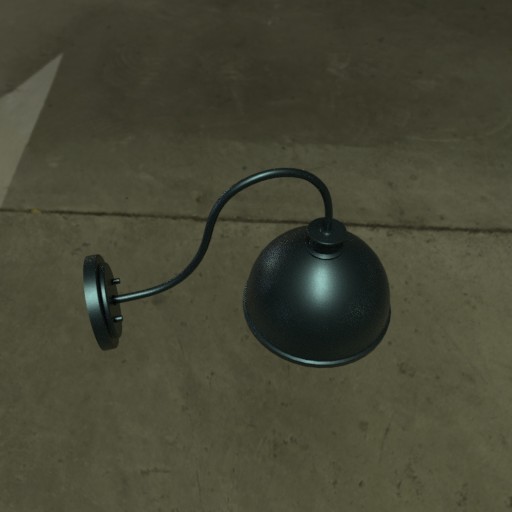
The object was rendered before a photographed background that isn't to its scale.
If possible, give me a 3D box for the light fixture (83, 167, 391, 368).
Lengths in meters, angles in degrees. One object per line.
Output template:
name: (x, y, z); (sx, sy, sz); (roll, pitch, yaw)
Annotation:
light fixture: (0.000, 0.000, 0.644); (0.467, 0.295, 0.253); (-11, 48, -10)
